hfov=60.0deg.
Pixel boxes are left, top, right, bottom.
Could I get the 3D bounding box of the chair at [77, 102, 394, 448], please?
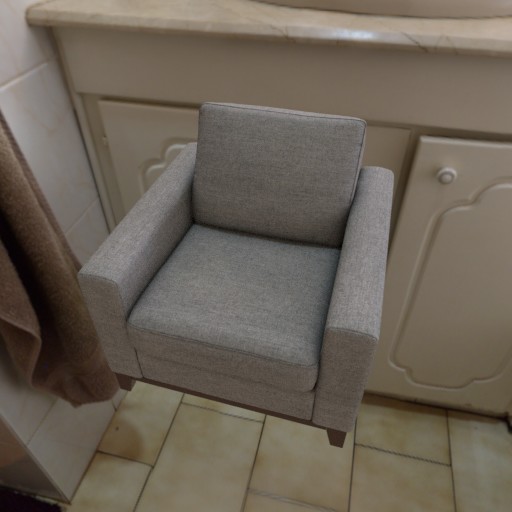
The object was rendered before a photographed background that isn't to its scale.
[{"bbox_3d":[0.000,0.000,1.873,1.024,1.010,1.038,11,42,12],"label":"chair"}]
